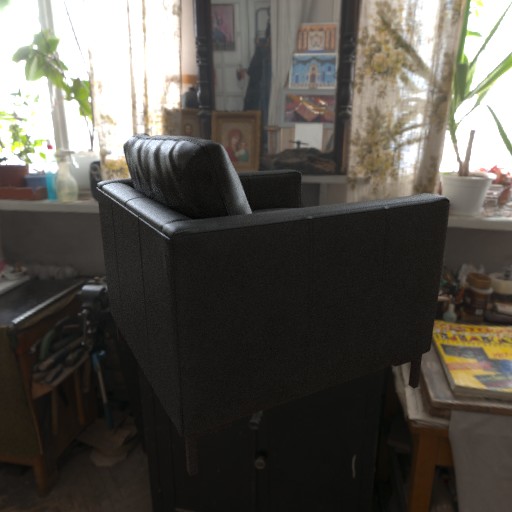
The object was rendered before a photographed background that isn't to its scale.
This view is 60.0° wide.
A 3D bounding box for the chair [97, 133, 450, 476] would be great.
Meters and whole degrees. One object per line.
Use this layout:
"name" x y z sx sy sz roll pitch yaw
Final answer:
"chair" 0.000 0.000 1.473 0.861 0.824 0.967 -9 19 -27
